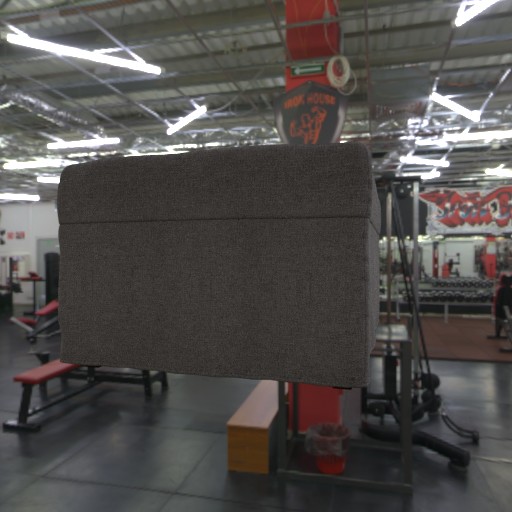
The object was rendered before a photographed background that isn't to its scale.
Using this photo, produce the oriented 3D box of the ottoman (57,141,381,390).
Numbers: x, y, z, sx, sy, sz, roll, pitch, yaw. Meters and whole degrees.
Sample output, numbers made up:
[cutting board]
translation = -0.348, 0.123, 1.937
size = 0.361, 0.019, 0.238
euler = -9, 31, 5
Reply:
[ottoman]
translation = 0.000, 0.000, 1.227
size = 0.652, 0.492, 0.833
euler = 0, 0, 17
